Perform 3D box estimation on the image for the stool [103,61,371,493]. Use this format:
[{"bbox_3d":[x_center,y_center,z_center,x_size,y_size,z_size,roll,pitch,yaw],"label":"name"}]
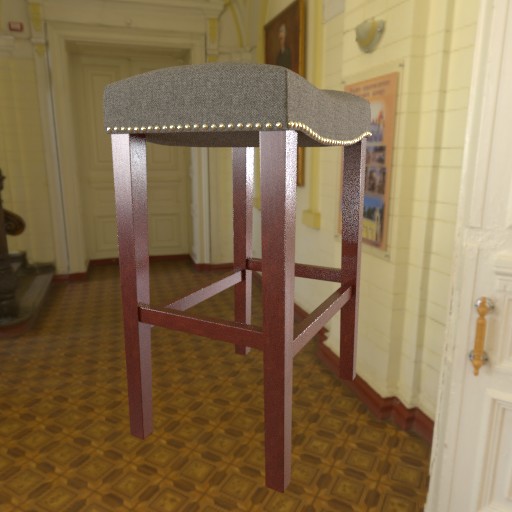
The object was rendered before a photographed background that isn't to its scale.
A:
[{"bbox_3d":[0.000,0.000,0.999,0.372,0.742,0.504,7,15,27],"label":"stool"}]
